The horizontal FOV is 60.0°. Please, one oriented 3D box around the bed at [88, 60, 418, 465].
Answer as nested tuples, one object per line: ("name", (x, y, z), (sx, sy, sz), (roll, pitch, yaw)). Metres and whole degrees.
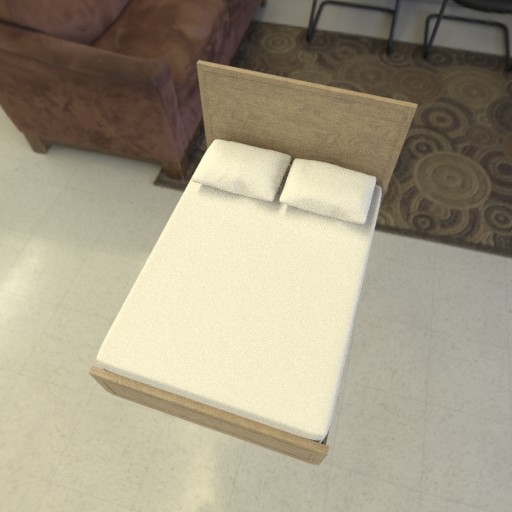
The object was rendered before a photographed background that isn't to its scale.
("bed", (0.000, 0.000, 3.173), (1.606, 1.369, 2.189), (15, 59, 10))
